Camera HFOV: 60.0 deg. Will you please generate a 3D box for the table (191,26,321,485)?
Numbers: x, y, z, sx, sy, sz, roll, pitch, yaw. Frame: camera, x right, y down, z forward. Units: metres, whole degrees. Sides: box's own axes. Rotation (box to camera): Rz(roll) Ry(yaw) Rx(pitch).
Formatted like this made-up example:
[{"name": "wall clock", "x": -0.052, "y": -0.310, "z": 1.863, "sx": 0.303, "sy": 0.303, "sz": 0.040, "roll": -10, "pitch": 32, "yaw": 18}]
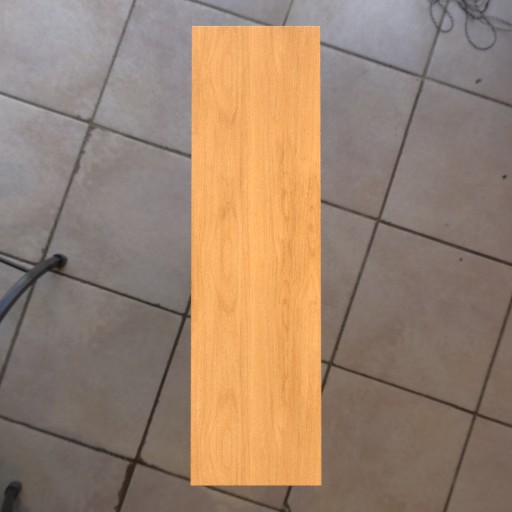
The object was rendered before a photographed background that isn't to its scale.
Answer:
[{"name": "table", "x": 0.000, "y": 0.000, "z": 1.559, "sx": 0.350, "sy": 0.730, "sz": 1.240, "roll": 0, "pitch": 89, "yaw": 0}]
